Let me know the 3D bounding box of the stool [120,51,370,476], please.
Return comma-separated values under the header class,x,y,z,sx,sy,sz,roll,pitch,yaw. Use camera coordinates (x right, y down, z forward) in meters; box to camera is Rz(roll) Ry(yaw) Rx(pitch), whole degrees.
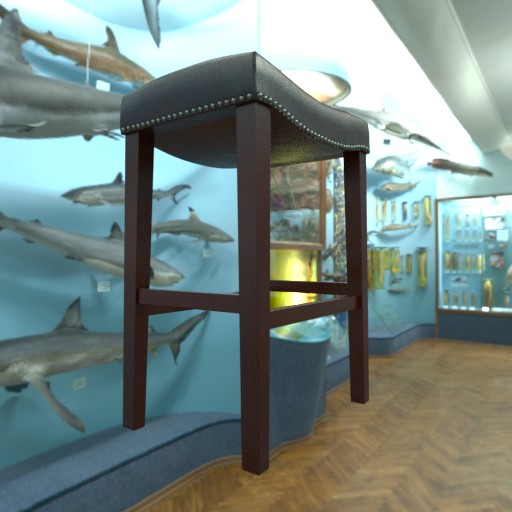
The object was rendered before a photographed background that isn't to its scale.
class,x,y,z,sx,sy,sz,roll,pitch,yaw
stool,0.000,0.000,1.043,0.372,0.742,0.504,0,0,36
